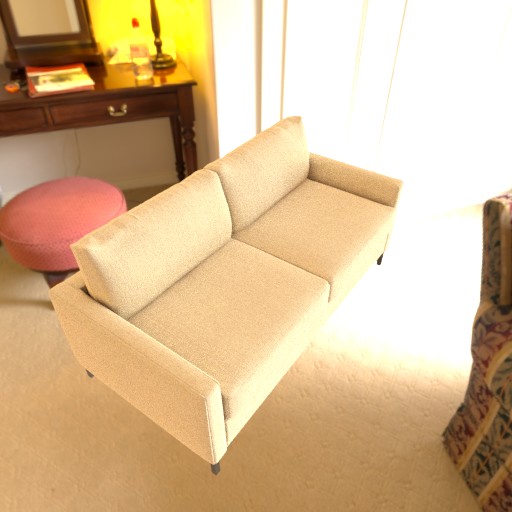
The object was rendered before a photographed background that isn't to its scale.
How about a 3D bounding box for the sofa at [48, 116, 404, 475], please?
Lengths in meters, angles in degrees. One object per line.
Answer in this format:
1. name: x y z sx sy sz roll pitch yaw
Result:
1. sofa: 0.000 0.000 2.137 0.839 0.812 1.651 25 46 27
